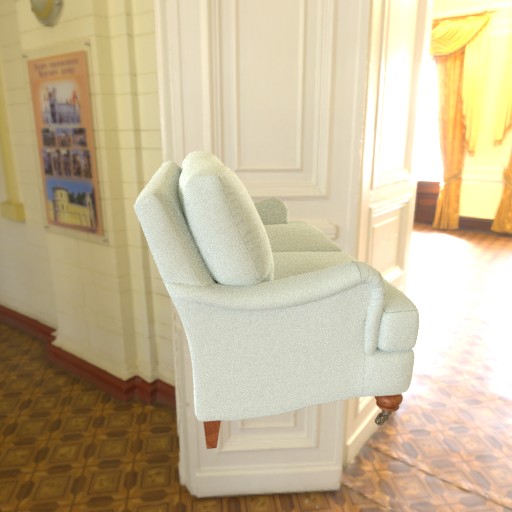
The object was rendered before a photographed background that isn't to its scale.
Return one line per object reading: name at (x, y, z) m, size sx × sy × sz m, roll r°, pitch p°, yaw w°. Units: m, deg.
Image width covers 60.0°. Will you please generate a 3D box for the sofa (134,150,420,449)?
sofa at (0.000, 0.000, 2.497) m, size 1.084 × 1.101 × 1.853 m, roll -2°, pitch 16°, yaw -8°
